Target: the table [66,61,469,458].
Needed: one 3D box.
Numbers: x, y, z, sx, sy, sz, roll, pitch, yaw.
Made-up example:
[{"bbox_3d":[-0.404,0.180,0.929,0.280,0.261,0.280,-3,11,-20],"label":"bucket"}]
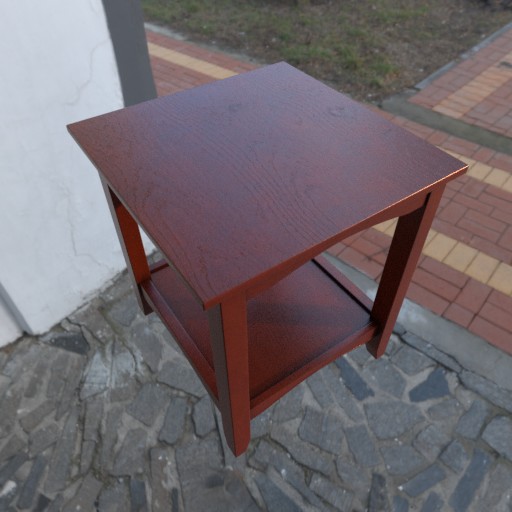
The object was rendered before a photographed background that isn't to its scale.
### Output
[{"bbox_3d":[0.000,0.000,0.967,0.522,0.558,0.523,-24,51,-22],"label":"table"}]
